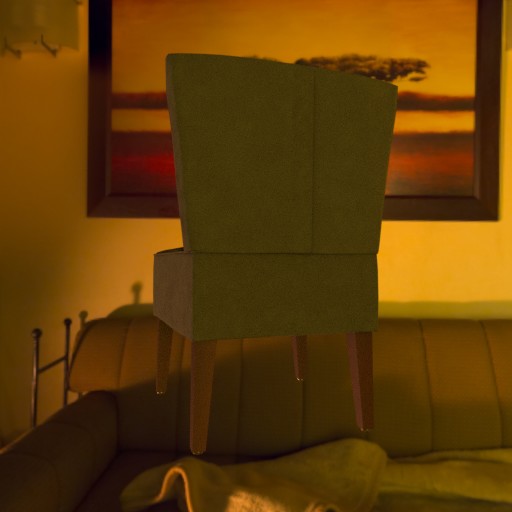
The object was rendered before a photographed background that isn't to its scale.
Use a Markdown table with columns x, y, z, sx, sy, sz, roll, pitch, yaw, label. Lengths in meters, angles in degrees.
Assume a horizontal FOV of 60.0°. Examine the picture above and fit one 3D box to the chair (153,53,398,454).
| x | y | z | sx | sy | sz | roll | pitch | yaw | label |
| --- | --- | --- | --- | --- | --- | --- | --- | --- | --- |
| 0.000 | 0.000 | 1.172 | 0.521 | 0.806 | 0.554 | 0 | -1 | -18 | chair |
